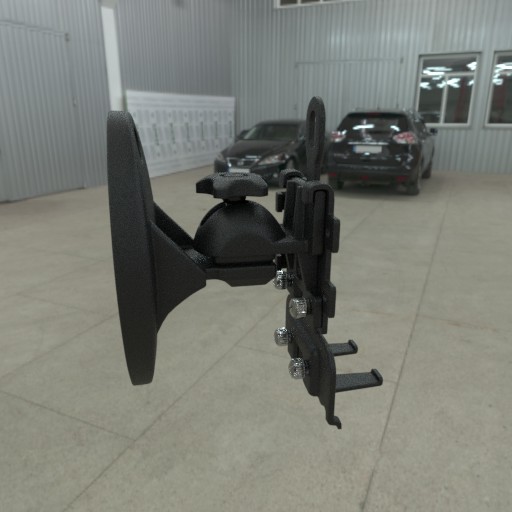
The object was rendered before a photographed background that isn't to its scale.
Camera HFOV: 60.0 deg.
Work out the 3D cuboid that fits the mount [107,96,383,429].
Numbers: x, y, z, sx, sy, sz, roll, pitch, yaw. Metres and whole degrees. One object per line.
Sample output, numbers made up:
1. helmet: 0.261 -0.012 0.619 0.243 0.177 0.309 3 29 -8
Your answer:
1. mount: 0.000 0.000 0.173 0.100 0.118 0.066 -3 18 -10
